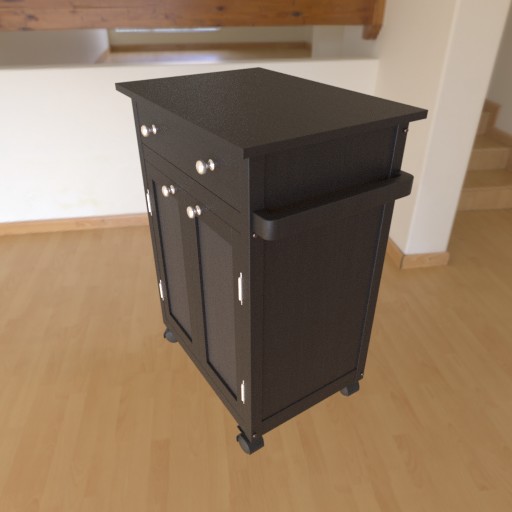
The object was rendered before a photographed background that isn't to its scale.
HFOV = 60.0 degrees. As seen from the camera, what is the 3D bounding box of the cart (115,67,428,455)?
[{"bbox_3d":[0.000,0.000,1.265,0.456,0.879,0.660,-19,37,-28],"label":"cart"}]
